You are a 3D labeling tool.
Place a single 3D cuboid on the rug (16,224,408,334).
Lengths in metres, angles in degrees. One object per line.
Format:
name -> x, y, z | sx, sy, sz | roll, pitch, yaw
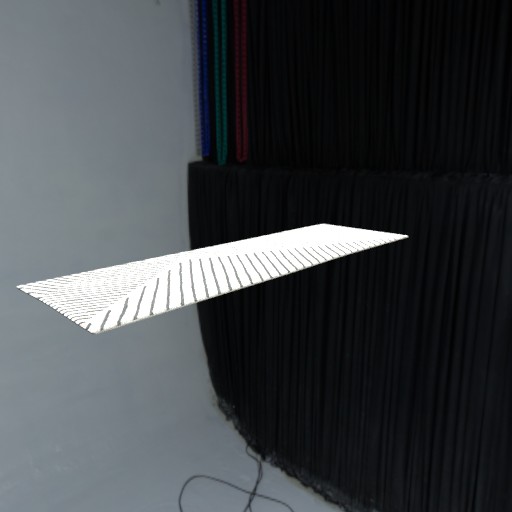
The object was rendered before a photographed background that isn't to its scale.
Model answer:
rug -> 0.000, 0.000, 2.664 | 0.773, 0.020, 2.439 | 13, 19, 42
